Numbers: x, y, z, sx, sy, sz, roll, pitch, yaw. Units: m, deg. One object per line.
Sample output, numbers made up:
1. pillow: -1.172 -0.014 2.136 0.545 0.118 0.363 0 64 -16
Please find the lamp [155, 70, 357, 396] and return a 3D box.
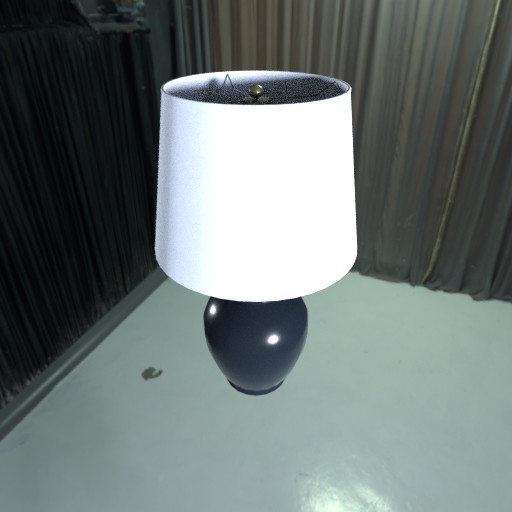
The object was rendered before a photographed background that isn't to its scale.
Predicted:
1. lamp: 0.000 0.000 0.546 0.239 0.399 0.239 0 31 0
